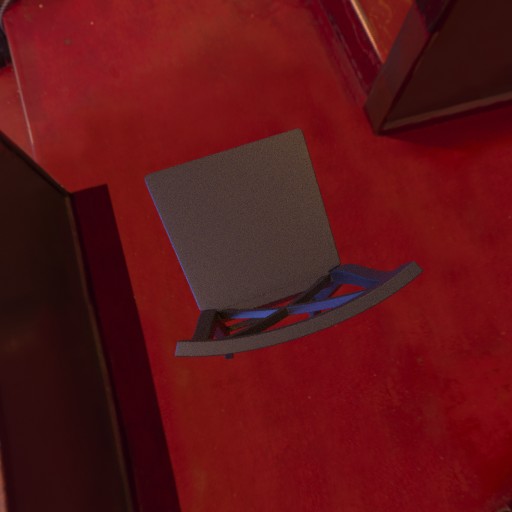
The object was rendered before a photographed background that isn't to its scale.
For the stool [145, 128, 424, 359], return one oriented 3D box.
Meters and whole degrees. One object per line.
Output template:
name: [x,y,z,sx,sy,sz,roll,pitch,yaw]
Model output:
stool: [0.000,0.000,1.275,0.452,0.989,0.559,-18,76,-5]
